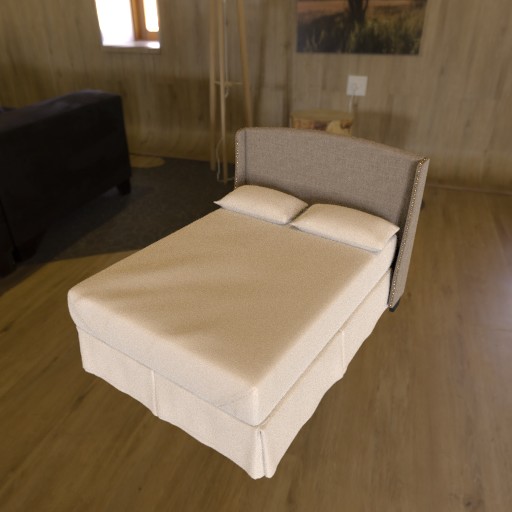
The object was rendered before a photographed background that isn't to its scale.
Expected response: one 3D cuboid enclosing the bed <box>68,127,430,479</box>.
[{"bbox_3d":[0.000,0.000,3.307,1.710,1.407,2.237,19,35,30],"label":"bed"}]
